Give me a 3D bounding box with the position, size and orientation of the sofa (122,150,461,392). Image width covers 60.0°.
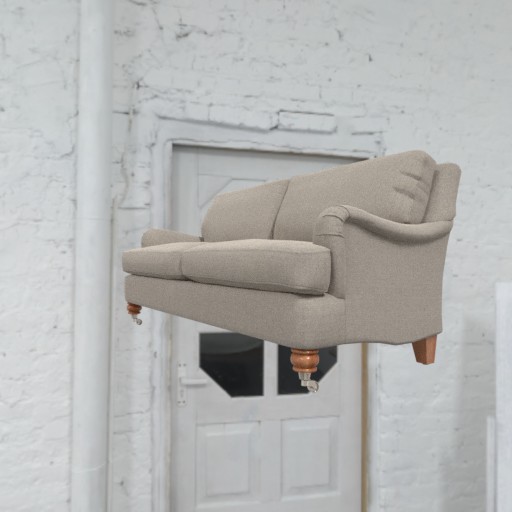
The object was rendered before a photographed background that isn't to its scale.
[{"bbox_3d":[0.000,0.000,2.785,1.087,1.054,2.160,0,0,-34],"label":"sofa"}]
